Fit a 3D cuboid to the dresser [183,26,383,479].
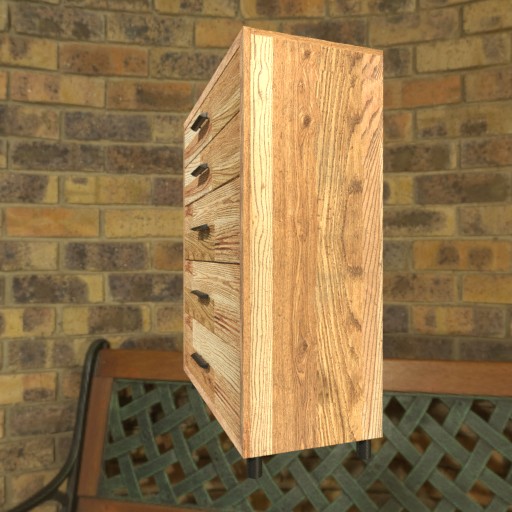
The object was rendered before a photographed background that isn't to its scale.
[{"bbox_3d":[0.000,0.000,1.717,0.480,1.243,0.966,0,0,-19],"label":"dresser"}]
